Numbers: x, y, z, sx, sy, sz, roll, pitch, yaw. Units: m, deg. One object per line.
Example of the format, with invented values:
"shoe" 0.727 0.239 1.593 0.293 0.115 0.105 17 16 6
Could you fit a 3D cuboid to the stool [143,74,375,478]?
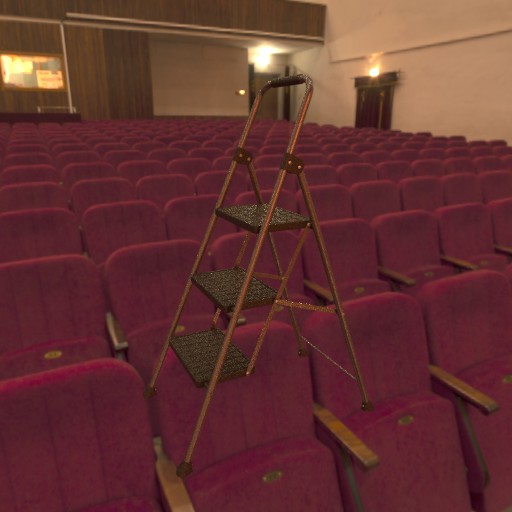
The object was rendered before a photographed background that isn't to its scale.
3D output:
"stool" 0.000 0.000 1.474 0.733 1.121 0.473 -8 19 -25
